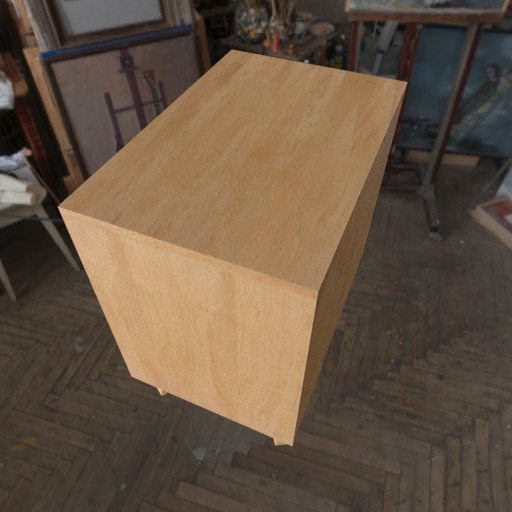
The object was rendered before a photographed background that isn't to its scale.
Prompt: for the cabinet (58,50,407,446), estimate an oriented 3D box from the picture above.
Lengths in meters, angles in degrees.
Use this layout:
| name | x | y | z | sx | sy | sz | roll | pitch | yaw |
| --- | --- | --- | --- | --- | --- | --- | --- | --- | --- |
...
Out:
| name | x | y | z | sx | sy | sz | roll | pitch | yaw |
| --- | --- | --- | --- | --- | --- | --- | --- | --- | --- |
| cabinet | 0.000 | 0.000 | 0.948 | 0.394 | 0.599 | 0.551 | 18 | 50 | 16 |
